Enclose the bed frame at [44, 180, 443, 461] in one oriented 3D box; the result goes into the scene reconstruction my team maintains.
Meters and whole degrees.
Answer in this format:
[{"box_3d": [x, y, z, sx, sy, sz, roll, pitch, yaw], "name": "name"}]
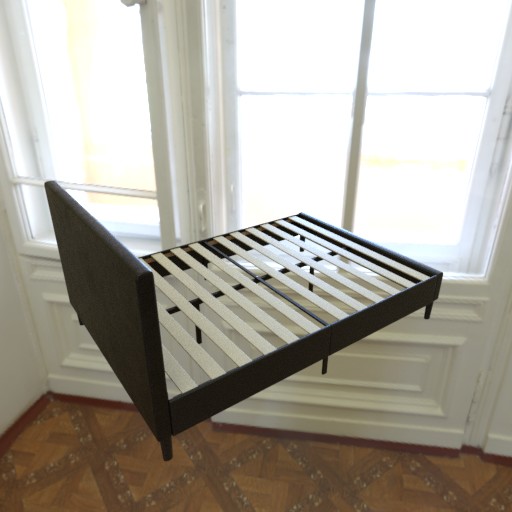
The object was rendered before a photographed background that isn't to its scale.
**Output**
[{"box_3d": [0.000, 0.000, 2.972, 2.152, 1.046, 1.469, -18, 31, -31], "name": "bed frame"}]
